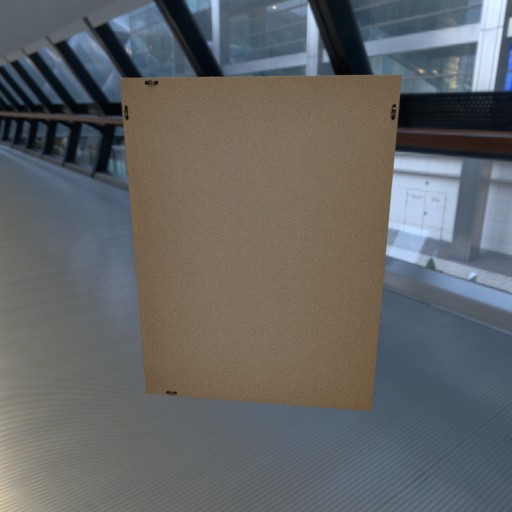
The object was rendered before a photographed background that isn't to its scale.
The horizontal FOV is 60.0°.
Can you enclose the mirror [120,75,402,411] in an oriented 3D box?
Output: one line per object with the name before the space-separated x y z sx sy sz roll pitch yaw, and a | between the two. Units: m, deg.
mirror | 0.000 0.000 1.351 0.762 1.016 0.041 2 17 7
